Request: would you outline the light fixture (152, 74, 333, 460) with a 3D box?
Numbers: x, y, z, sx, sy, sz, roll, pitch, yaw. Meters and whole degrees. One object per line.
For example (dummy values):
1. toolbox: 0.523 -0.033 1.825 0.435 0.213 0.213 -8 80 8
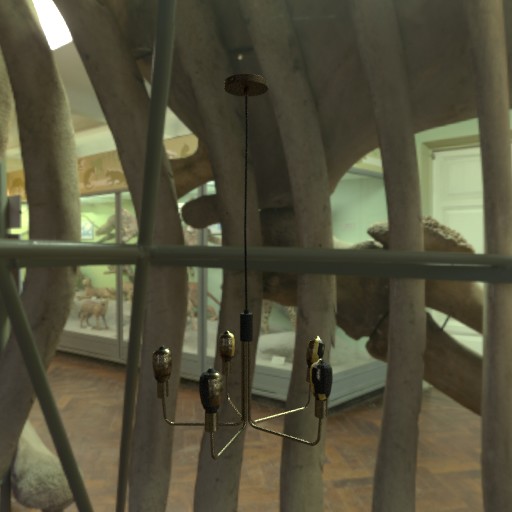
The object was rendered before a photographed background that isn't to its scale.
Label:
1. light fixture: 0.000 0.000 1.361 0.532 1.059 0.588 1 2 37
